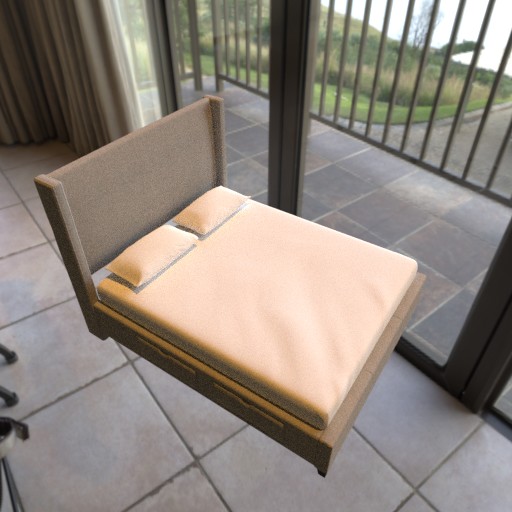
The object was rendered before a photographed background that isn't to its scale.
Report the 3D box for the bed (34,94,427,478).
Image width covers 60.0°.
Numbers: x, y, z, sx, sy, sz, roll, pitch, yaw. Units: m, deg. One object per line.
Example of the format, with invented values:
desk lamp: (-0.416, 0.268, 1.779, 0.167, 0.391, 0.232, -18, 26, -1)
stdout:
bed: (0.000, 0.000, 3.365, 2.222, 1.491, 1.774, 23, 45, 25)
